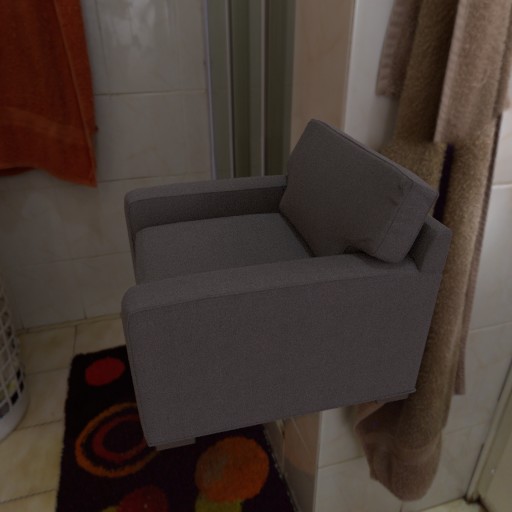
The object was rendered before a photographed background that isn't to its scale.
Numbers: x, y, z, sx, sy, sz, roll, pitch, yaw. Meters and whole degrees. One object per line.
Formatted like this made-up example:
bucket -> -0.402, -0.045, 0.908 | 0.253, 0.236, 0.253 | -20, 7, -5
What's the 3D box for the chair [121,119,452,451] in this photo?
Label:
chair -> 0.000, 0.000, 1.837 | 1.043, 0.913, 0.997 | -7, 30, -12
